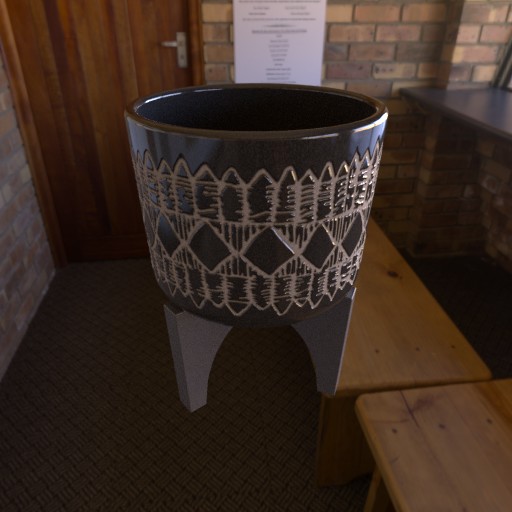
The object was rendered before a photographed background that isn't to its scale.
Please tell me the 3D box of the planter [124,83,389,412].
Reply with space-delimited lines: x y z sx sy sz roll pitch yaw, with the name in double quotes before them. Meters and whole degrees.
"planter" 0.000 0.000 0.265 0.129 0.177 0.129 0 29 0
